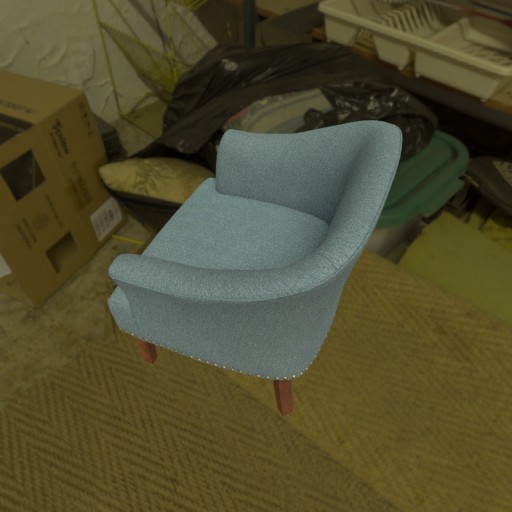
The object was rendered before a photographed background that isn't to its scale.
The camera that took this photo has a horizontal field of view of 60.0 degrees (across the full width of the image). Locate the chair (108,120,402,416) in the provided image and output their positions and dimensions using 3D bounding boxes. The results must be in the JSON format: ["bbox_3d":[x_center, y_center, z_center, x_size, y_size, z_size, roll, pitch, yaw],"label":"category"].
[{"bbox_3d":[0.000,0.000,1.426,0.704,0.815,0.772,16,48,15],"label":"chair"}]
